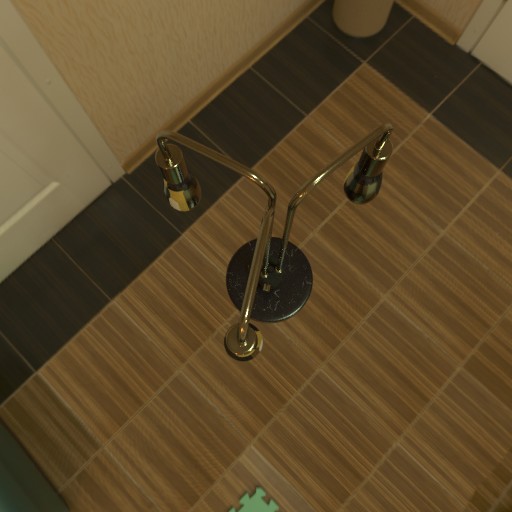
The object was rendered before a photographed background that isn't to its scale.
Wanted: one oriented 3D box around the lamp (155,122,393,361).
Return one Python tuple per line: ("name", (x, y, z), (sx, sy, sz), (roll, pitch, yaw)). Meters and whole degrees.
("lamp", (0.000, 0.000, 0.794), (0.355, 0.560, 0.368), (15, 77, 4))
